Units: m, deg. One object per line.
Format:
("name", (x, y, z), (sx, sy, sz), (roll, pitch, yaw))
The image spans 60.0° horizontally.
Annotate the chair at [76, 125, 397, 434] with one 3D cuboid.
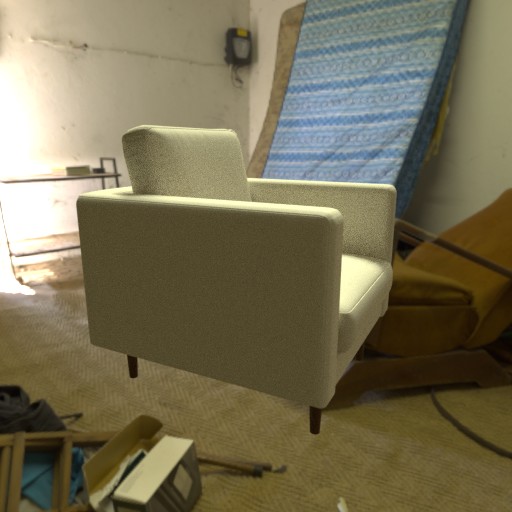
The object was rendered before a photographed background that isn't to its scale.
("chair", (0.000, 0.000, 1.598), (0.879, 0.899, 0.831), (7, 16, 26))
